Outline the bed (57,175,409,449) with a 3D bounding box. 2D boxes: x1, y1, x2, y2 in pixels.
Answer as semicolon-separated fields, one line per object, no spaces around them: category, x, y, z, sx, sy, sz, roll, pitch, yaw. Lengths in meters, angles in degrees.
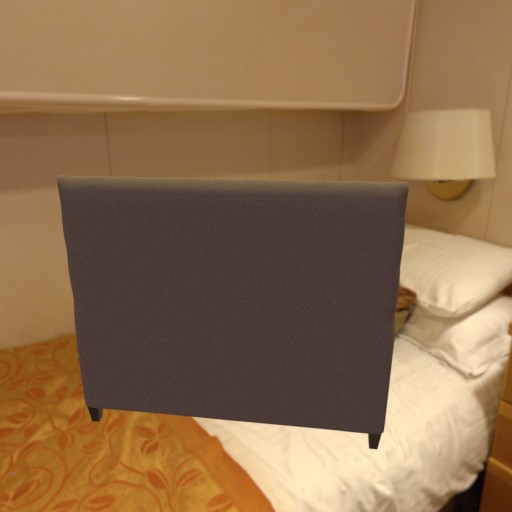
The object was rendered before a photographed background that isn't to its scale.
bed;0.000;0.000;3.303;1.696;1.426;2.233;2;18;8
